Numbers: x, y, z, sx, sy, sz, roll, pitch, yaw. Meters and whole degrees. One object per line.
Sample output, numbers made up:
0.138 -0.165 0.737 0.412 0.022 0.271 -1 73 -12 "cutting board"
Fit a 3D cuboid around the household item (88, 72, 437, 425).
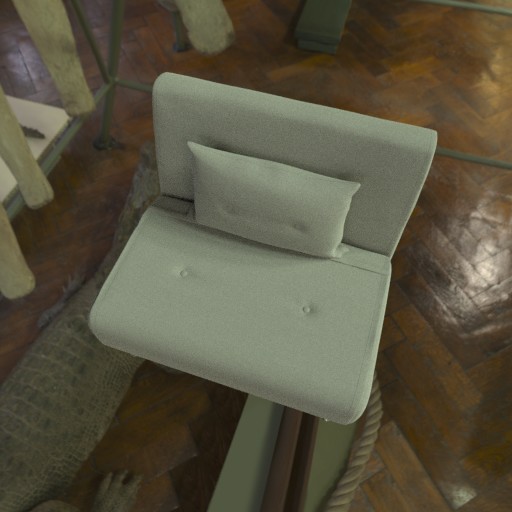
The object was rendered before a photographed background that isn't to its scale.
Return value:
0.000 0.000 1.634 1.000 0.800 0.874 16 60 9 "household item"
